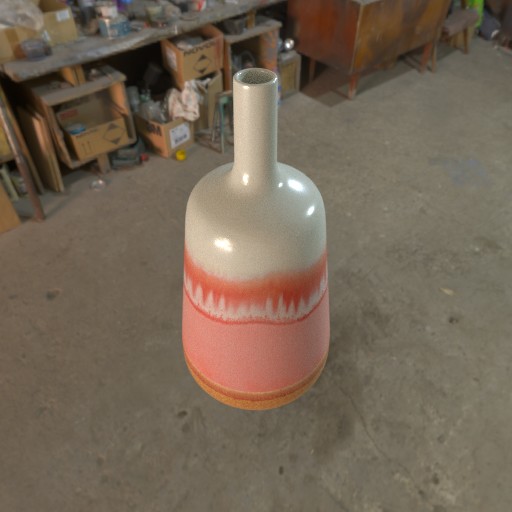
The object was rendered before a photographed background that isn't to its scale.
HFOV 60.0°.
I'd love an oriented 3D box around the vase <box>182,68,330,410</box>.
[{"bbox_3d":[0.000,0.000,0.363,0.144,0.296,0.144,0,44,0],"label":"vase"}]
